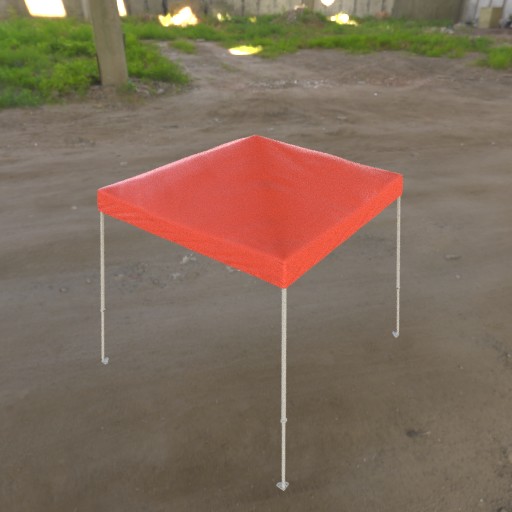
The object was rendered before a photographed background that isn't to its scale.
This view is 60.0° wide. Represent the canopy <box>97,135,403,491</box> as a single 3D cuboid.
[{"bbox_3d":[0.000,0.000,5.225,2.850,2.850,2.849,21,37,32],"label":"canopy"}]
